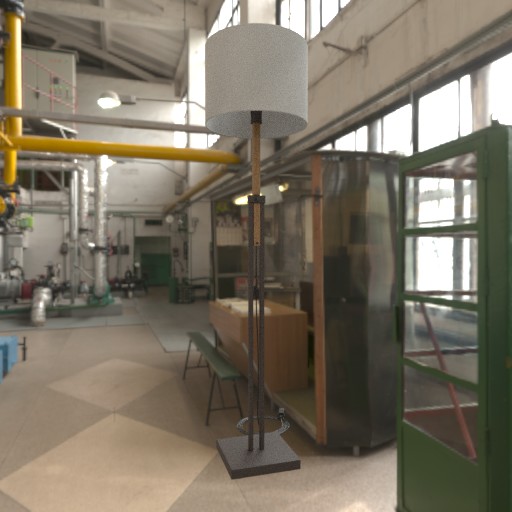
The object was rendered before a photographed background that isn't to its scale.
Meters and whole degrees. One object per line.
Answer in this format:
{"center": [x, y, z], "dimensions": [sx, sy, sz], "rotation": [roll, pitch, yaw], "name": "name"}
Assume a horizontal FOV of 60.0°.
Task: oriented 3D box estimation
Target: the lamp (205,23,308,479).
{"center": [0.000, 0.000, 1.897], "dimensions": [0.474, 1.650, 0.639], "rotation": [0, 1, -17], "name": "lamp"}
